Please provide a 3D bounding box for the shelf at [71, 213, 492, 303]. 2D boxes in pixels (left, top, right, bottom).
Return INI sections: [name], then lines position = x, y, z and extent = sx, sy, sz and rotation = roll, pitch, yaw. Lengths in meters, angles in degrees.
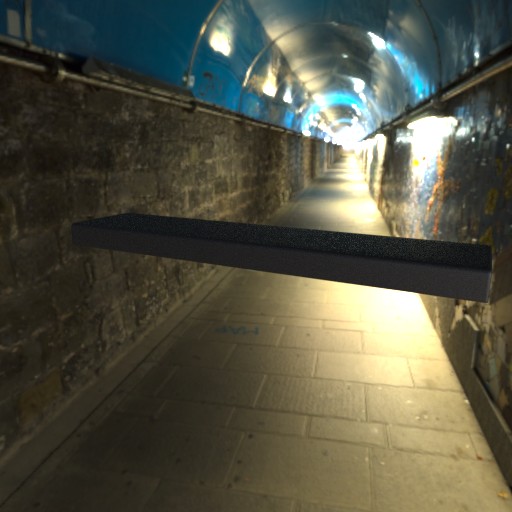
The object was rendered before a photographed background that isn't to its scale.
[shelf]
position = 0.000, 0.000, 0.488
extent = 0.456, 0.053, 0.102
rotation = 7, 16, 26
